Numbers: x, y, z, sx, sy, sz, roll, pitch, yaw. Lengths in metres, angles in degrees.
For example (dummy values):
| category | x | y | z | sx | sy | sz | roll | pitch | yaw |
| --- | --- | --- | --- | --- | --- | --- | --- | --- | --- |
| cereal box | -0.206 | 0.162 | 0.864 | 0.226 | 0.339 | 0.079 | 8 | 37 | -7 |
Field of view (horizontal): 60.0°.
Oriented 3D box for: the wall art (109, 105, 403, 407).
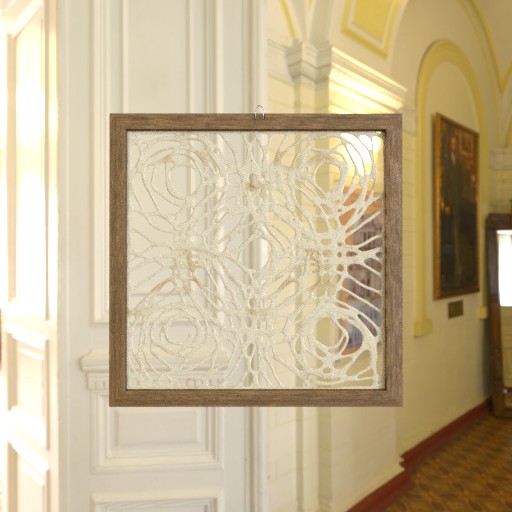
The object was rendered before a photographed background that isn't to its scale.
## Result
| category | x | y | z | sx | sy | sz | roll | pitch | yaw |
| --- | --- | --- | --- | --- | --- | --- | --- | --- | --- |
| wall art | 0.000 | 0.000 | 0.854 | 0.561 | 0.576 | 0.021 | 0 | 0 | 0 |
